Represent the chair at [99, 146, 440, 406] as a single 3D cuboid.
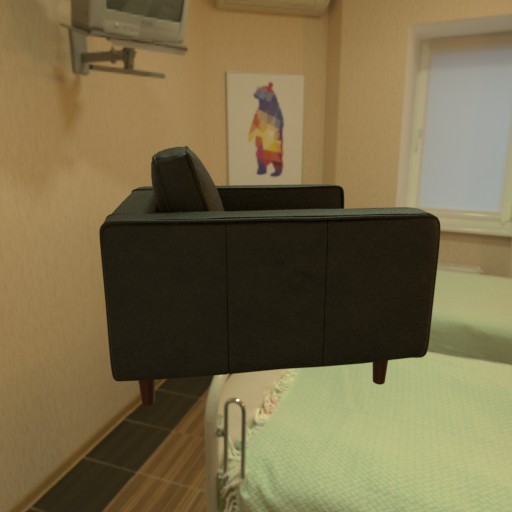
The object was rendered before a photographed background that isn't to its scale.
[{"bbox_3d":[0.000,0.000,1.586,0.914,0.763,0.889,-2,15,-9],"label":"chair"}]
